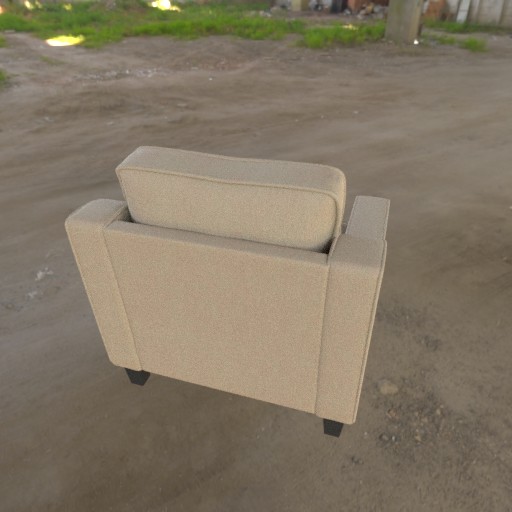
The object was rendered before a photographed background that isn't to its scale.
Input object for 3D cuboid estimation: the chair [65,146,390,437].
[{"bbox_3d":[0.000,0.000,1.698,0.922,0.948,0.882,9,33,15],"label":"chair"}]
